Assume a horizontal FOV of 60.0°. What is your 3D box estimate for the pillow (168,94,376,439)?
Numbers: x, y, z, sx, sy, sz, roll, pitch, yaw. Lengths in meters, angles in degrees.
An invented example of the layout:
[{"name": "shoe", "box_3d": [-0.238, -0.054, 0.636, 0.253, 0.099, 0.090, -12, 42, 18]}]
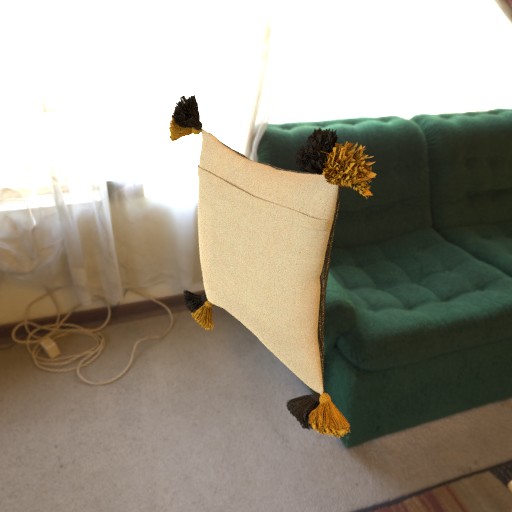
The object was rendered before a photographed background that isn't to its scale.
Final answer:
[{"name": "pillow", "box_3d": [0.000, 0.000, 1.005, 0.139, 0.659, 0.654, -18, 32, -31]}]
